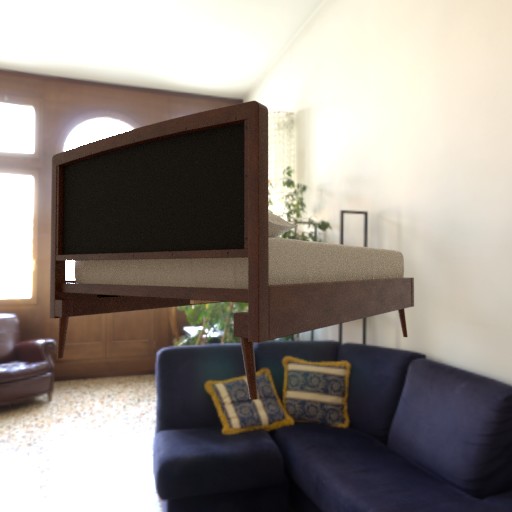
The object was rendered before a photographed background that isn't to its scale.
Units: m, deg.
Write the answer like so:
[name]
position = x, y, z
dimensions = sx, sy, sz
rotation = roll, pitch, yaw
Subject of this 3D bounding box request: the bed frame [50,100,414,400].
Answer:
[bed frame]
position = 0.000, 0.000, 3.172
dimensions = 1.587, 1.279, 2.171
rotation = -1, -2, 36
